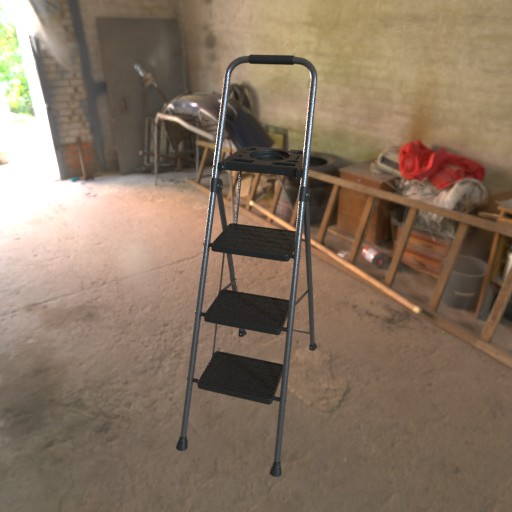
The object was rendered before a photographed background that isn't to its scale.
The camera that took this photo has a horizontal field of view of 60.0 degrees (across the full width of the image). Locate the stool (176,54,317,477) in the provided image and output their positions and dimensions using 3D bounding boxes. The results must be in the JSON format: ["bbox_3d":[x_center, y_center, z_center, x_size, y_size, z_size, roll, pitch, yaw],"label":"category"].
[{"bbox_3d":[0.000,0.000,1.567,0.396,1.277,0.733,8,29,15],"label":"stool"}]
